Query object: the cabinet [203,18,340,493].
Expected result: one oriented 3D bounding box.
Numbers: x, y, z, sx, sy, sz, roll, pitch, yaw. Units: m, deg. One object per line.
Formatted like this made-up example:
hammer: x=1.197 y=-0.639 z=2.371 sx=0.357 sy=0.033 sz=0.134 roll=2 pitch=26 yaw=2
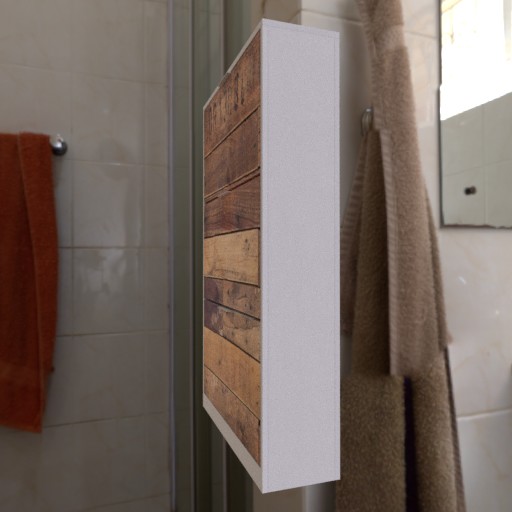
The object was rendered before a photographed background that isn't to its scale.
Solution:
cabinet: x=0.000 y=0.000 z=1.584 sx=0.250 sy=1.280 sz=0.750 roll=0 pitch=0 yaw=-19
